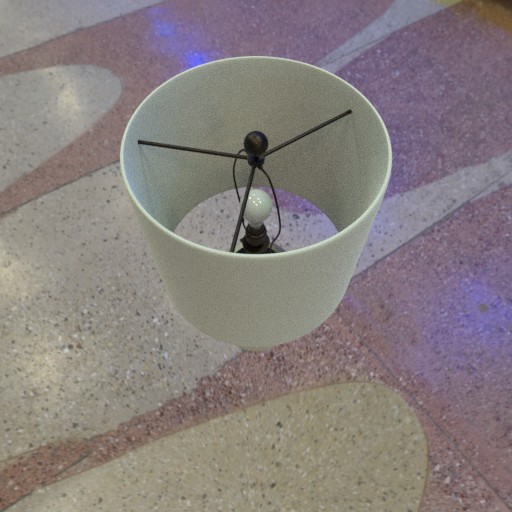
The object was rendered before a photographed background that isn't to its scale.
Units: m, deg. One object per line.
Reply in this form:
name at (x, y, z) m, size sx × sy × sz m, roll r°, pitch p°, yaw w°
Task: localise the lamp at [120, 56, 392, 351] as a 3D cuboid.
lamp at (0.000, 0.000, 0.771) m, size 0.328 × 0.570 × 0.328 m, roll 0°, pitch 60°, yaw 0°
